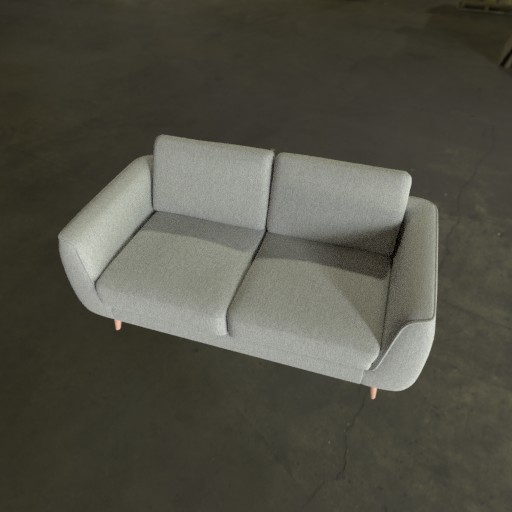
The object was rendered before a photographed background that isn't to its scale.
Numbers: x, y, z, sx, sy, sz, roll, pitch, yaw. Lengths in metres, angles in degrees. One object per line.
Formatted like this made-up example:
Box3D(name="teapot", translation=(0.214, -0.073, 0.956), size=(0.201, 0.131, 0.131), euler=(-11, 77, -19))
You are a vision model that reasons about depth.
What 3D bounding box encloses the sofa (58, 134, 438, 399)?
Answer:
Box3D(name="sofa", translation=(0.000, 0.000, 2.259), size=(1.700, 0.850, 0.920), euler=(12, 42, 13))
